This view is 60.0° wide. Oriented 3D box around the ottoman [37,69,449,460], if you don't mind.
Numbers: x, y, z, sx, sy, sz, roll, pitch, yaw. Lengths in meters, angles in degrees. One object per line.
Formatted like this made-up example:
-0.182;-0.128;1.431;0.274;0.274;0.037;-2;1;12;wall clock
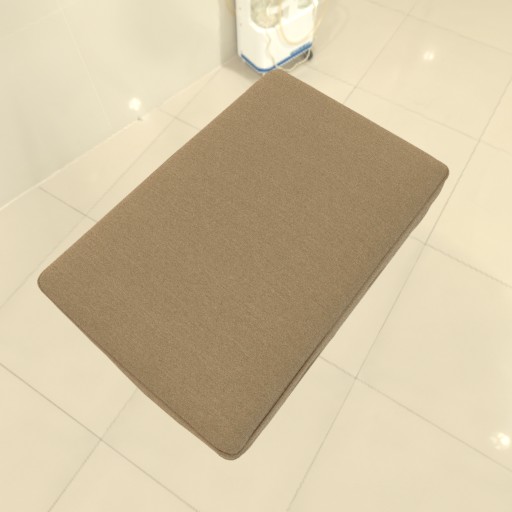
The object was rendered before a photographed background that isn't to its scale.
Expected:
0.000;0.000;1.287;0.636;0.521;0.945;36;69;16;ottoman
